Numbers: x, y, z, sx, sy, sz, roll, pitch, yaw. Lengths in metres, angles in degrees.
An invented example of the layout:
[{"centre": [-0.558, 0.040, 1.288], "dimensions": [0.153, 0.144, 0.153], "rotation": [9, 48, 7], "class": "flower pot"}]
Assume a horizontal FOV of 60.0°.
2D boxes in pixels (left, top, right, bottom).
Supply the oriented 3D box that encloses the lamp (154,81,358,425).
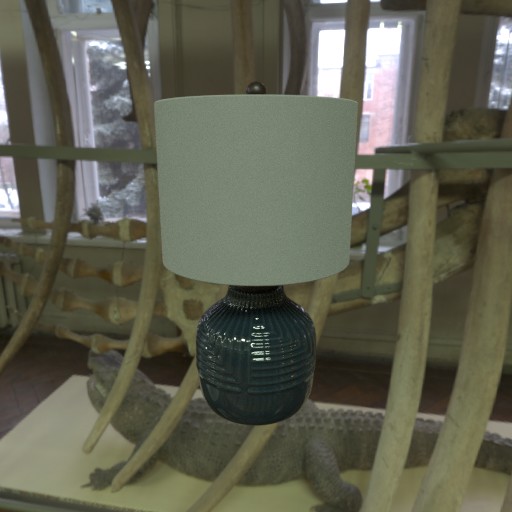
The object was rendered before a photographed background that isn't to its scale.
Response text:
[{"centre": [0.000, 0.000, 0.769], "dimensions": [0.318, 0.567, 0.318], "rotation": [0, 15, 0], "class": "lamp"}]
